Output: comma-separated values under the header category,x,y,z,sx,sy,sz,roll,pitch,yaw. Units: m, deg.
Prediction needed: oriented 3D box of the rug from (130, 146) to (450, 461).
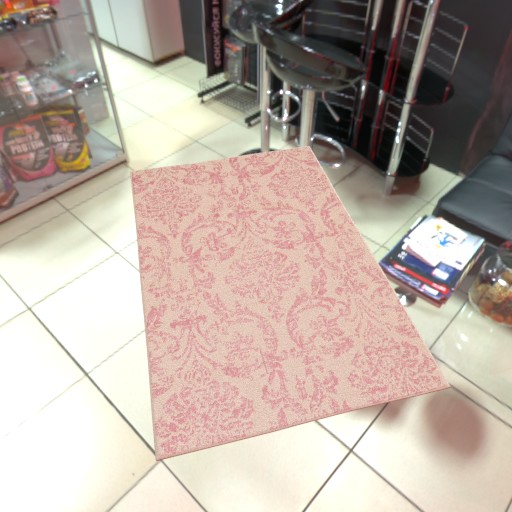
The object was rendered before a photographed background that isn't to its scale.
category,x,y,z,sx,sy,sz,roll,pitch,yaw
rug,0.000,0.000,2.351,1.219,0.012,1.839,-10,48,-9
